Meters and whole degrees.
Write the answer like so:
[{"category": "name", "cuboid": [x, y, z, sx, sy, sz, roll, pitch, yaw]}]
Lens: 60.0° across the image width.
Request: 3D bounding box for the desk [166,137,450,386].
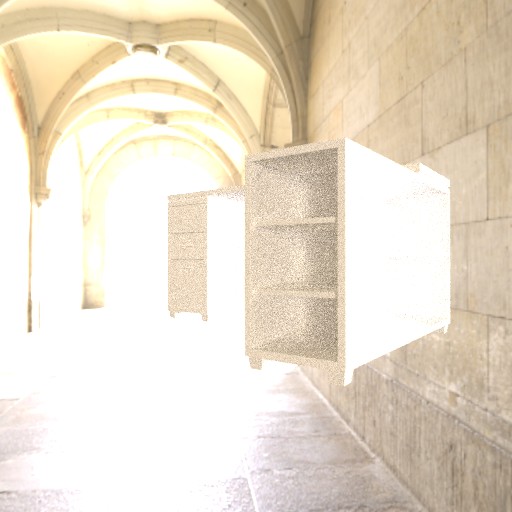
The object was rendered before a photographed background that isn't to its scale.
[{"category": "desk", "cuboid": [0.000, 0.000, 2.189, 1.524, 0.759, 1.199, 0, 0, 37]}]
